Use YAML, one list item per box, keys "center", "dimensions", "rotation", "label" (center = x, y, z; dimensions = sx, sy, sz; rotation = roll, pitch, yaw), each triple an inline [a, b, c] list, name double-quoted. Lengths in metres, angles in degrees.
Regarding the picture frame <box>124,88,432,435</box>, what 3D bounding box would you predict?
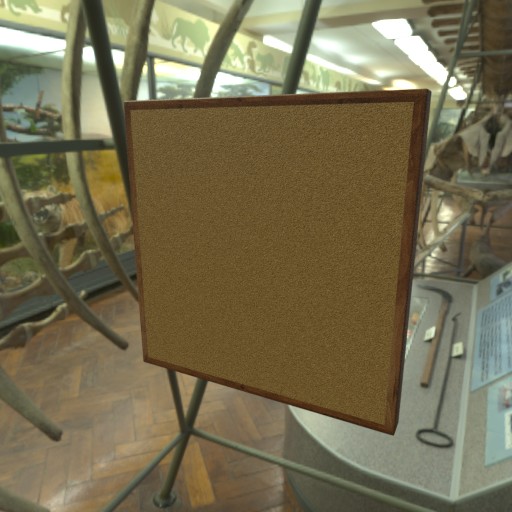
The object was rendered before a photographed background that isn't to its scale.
- center: [0.000, 0.000, 0.524]
  dimensions: [0.352, 0.356, 0.028]
  rotation: [8, 17, 26]
  label: "picture frame"
